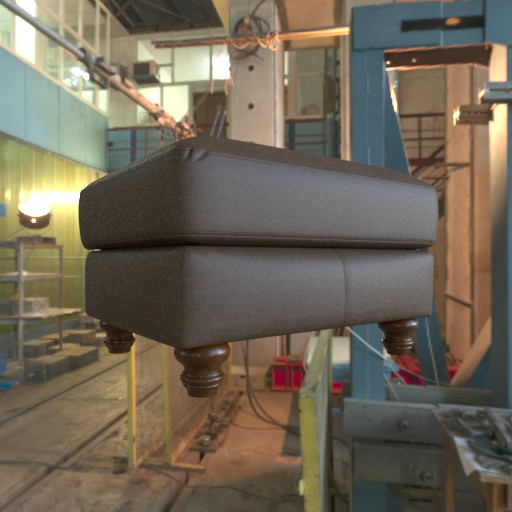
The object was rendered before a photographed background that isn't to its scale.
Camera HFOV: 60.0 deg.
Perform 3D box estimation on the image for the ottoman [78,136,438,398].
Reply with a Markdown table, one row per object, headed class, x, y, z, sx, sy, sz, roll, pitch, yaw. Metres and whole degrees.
| class | x | y | z | sx | sy | sz | roll | pitch | yaw |
| --- | --- | --- | --- | --- | --- | --- | --- | --- | --- |
| ottoman | 0.000 | 0.000 | 1.183 | 0.787 | 0.508 | 0.635 | 0 | 0 | -36 |
